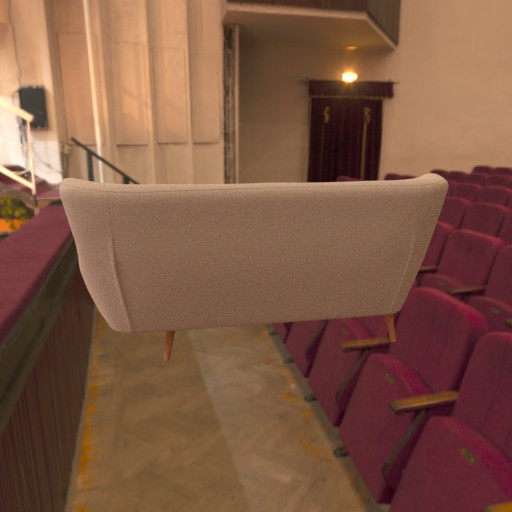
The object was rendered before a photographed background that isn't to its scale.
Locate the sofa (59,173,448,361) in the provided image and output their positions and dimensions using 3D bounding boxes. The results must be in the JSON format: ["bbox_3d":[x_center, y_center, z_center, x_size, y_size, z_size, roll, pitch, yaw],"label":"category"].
[{"bbox_3d":[0.000,0.000,2.409,1.930,0.890,0.899,-3,14,-10],"label":"sofa"}]
